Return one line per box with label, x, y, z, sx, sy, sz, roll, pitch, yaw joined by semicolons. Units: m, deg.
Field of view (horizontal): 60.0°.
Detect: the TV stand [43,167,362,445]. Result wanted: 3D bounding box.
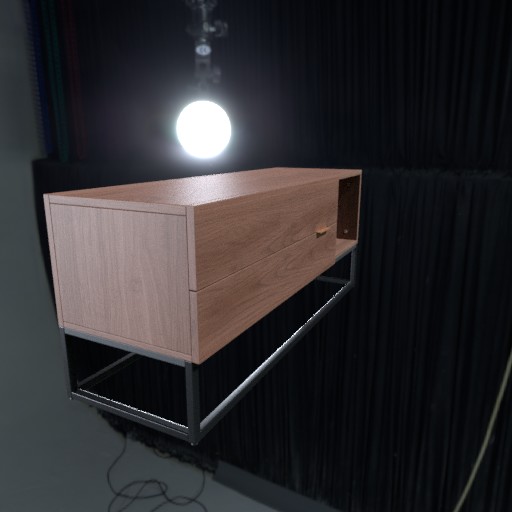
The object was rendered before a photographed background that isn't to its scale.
TV stand;0.000;0.000;1.446;0.415;0.500;1.200;7;16;27
